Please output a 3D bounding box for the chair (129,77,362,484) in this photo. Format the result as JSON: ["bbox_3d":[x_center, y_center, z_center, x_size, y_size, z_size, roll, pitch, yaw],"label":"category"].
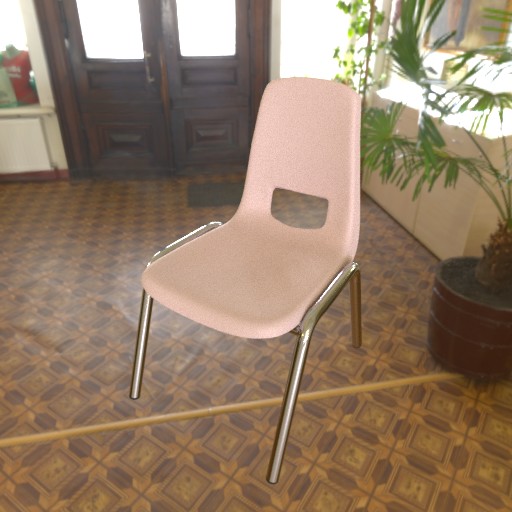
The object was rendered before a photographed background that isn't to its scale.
[{"bbox_3d":[0.000,0.000,0.834,0.354,0.586,0.423,18,34,29],"label":"chair"}]
